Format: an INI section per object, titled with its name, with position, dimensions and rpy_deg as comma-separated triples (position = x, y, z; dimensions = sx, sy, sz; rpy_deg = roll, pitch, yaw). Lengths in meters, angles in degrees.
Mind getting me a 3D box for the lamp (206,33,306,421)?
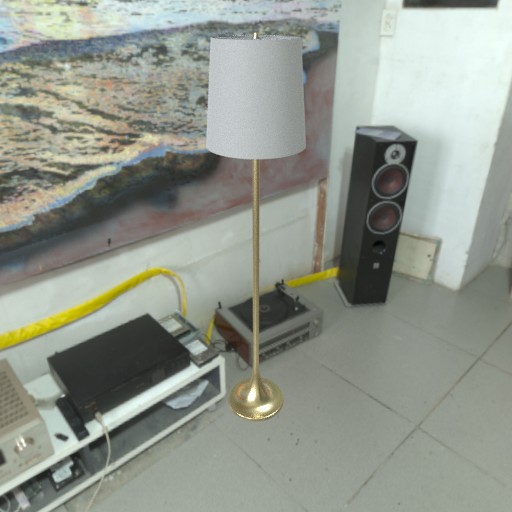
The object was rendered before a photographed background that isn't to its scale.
[lamp]
position = 0.000, 0.000, 1.715
dimensions = 0.337, 1.543, 0.337
rpy_deg = 0, 29, 0
